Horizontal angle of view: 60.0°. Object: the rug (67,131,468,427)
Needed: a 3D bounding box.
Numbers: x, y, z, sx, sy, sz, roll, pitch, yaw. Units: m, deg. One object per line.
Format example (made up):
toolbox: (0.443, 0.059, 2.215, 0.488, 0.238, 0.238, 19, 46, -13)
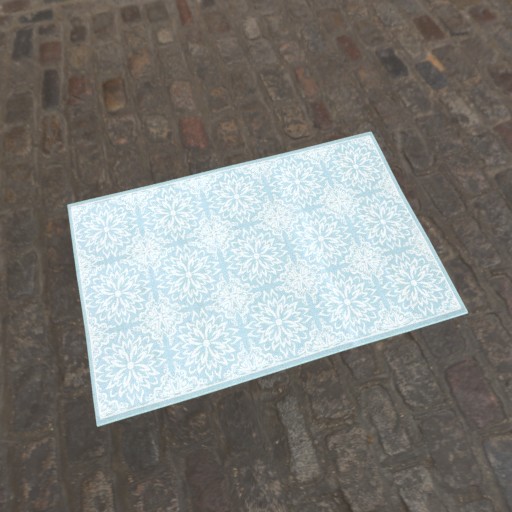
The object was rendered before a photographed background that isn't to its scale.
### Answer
rug: (0.000, 0.000, 2.341, 1.840, 0.012, 1.219, -15, 65, -7)
